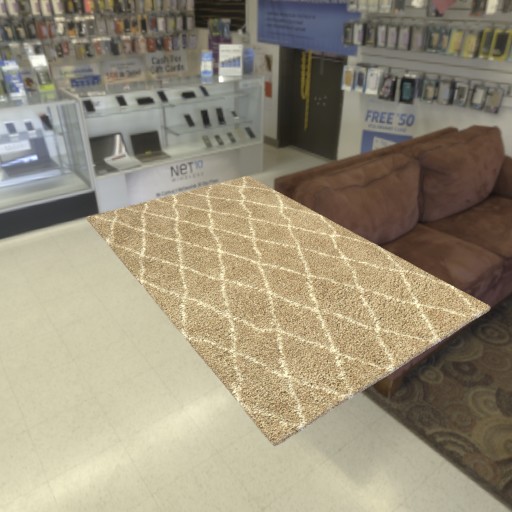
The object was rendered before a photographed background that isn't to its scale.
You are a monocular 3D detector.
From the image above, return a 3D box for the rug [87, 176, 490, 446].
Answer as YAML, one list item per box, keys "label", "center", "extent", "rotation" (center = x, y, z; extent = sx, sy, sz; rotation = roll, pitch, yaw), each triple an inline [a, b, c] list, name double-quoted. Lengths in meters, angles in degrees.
- label: "rug"
  center: [0.000, 0.000, 2.965]
  extent: [1.524, 0.030, 2.438]
  rotation: [-20, 37, -29]
